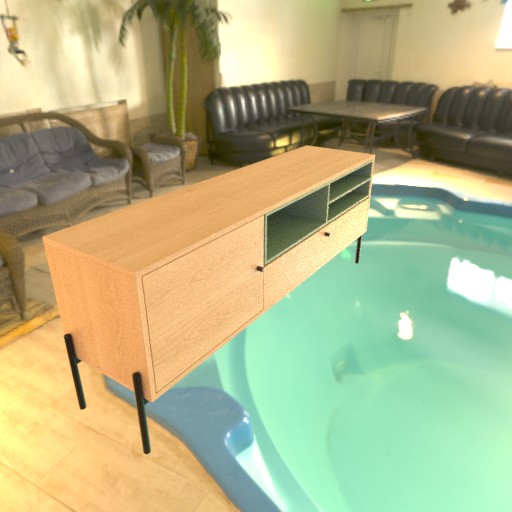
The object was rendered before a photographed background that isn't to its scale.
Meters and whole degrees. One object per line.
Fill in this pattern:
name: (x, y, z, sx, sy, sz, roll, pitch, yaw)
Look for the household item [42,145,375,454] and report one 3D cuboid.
household item: (0.000, 0.000, 1.817, 0.400, 0.600, 1.550, 17, 30, 31)
